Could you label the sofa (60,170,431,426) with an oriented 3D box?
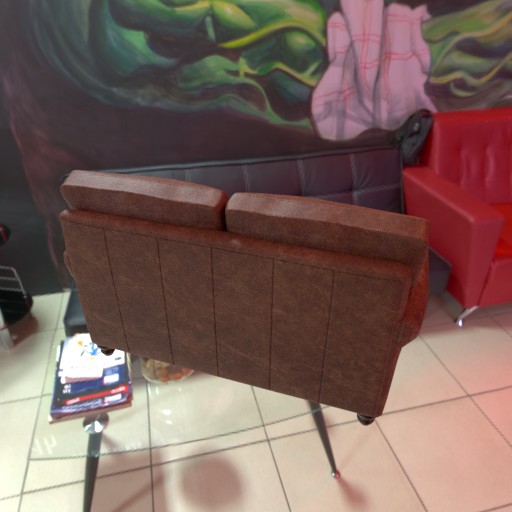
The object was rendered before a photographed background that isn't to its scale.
[{"bbox_3d":[0.000,0.000,2.225,1.616,0.967,0.990,10,33,16],"label":"sofa"}]
